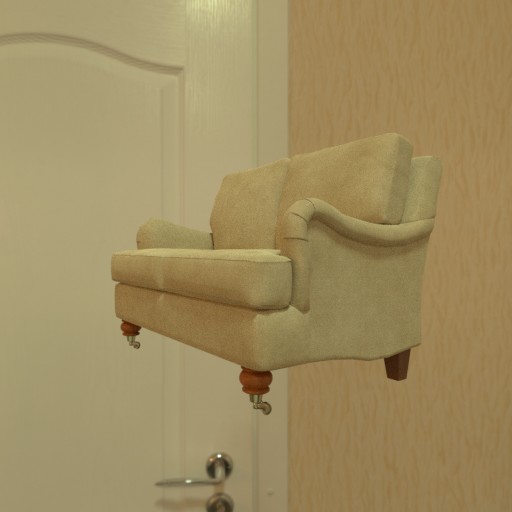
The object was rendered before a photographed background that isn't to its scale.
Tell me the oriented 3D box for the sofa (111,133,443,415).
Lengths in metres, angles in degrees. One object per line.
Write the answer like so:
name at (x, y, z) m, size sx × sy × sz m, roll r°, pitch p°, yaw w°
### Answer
sofa at (0.000, 0.000, 2.290) m, size 1.086 × 1.087 × 1.498 m, roll -1°, pitch 1°, yaw -36°
